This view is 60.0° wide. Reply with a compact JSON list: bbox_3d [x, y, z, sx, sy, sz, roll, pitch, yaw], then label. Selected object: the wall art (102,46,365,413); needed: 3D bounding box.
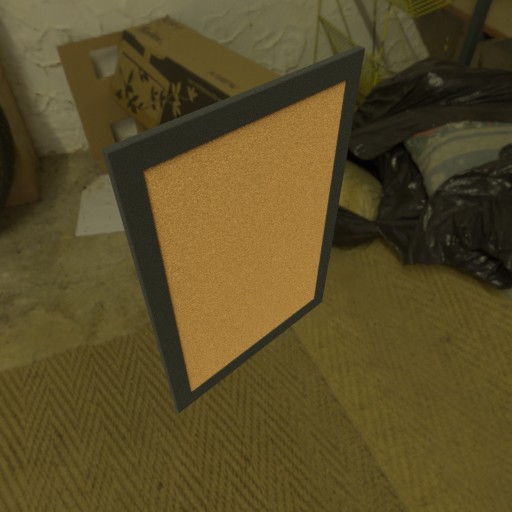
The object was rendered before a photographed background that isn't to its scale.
[{"bbox_3d":[0.000,0.000,0.681,0.374,0.529,0.012,-33,54,-28],"label":"wall art"}]
